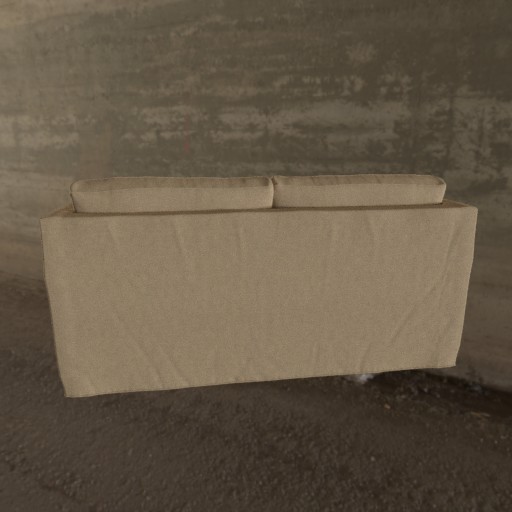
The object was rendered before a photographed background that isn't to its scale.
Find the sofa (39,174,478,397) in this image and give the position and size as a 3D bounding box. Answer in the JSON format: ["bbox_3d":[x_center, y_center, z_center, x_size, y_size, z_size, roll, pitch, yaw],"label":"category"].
[{"bbox_3d":[0.000,0.000,2.190,1.719,0.835,0.962,-2,15,-8],"label":"sofa"}]
